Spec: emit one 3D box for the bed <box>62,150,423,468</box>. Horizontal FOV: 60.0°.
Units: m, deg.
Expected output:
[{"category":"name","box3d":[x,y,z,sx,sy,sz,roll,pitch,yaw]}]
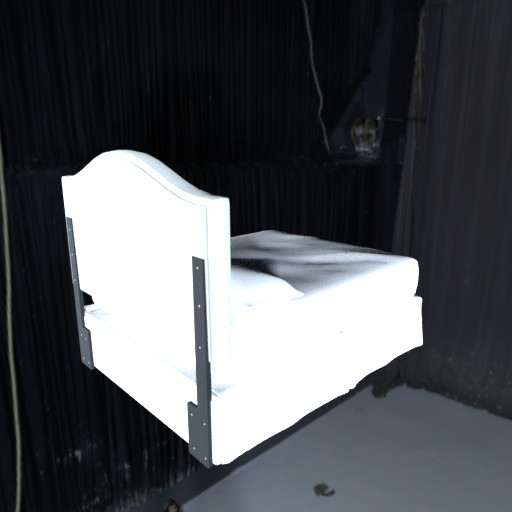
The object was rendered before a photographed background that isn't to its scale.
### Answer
[{"category":"bed","box3d":[0.000,0.000,3.386,2.180,1.607,1.813,-14,20,-42]}]
